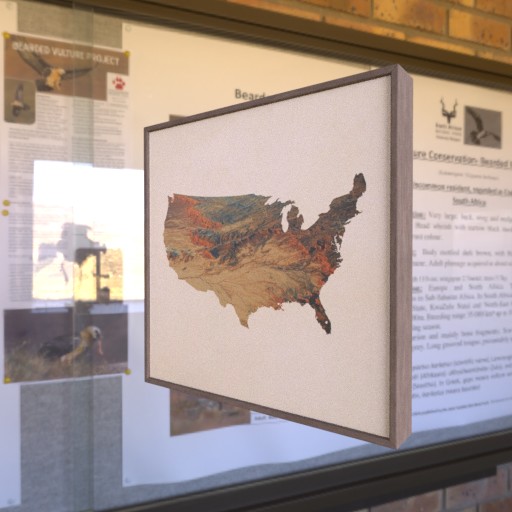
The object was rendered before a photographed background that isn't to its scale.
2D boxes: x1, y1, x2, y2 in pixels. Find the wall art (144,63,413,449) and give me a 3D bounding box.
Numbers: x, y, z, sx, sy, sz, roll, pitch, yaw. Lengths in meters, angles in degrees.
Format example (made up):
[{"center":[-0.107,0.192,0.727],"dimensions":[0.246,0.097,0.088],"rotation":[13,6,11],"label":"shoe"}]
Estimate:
[{"center":[0.000,0.000,0.451],"dimensions":[0.303,0.302,0.038],"rotation":[1,1,36],"label":"wall art"}]
